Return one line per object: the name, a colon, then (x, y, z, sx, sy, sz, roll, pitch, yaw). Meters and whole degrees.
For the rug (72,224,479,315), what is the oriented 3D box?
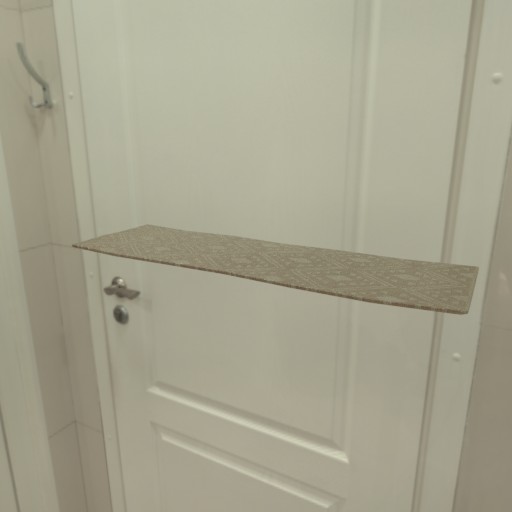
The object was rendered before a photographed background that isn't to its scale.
rug: (0.000, 0.000, 2.753, 2.452, 0.051, 0.752, 9, 19, 28)
